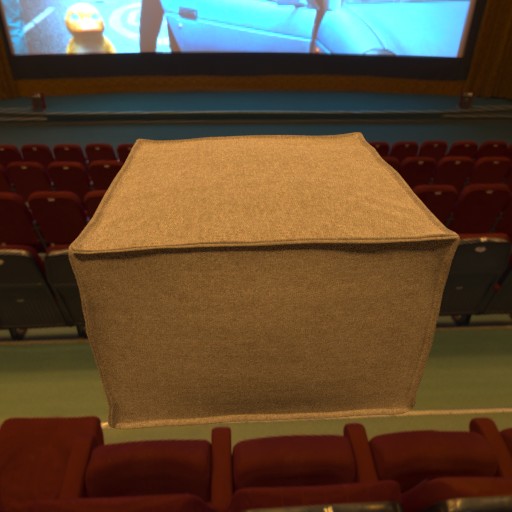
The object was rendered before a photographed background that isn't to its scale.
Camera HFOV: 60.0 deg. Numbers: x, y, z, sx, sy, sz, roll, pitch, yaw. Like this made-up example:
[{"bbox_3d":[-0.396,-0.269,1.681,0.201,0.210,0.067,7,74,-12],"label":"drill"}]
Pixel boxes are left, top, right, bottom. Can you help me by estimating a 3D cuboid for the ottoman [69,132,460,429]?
[{"bbox_3d":[0.000,0.000,1.137,0.707,0.470,0.696,-2,31,-3],"label":"ottoman"}]
